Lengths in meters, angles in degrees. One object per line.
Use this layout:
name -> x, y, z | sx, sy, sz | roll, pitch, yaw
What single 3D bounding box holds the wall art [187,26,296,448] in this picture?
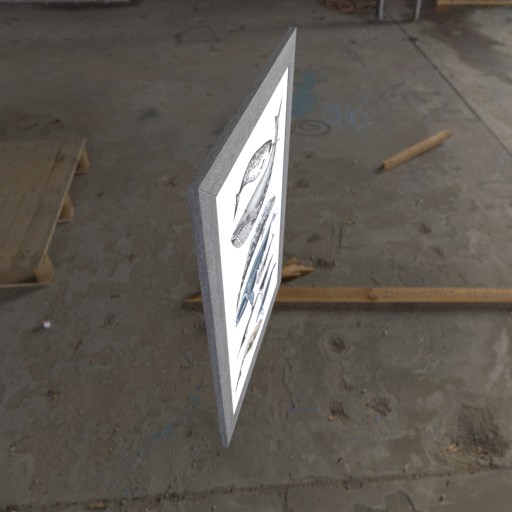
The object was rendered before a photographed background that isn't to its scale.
wall art -> 0.000, 0.000, 1.360 | 0.020, 1.070, 0.768 | 11, 47, 11
